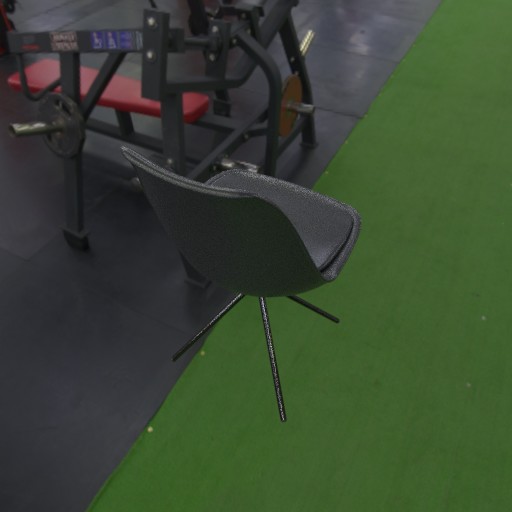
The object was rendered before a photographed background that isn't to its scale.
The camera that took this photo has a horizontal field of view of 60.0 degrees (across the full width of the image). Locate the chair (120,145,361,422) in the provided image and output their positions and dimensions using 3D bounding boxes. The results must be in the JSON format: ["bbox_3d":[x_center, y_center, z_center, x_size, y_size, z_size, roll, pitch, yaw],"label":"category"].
[{"bbox_3d":[0.000,0.000,1.162,0.461,0.850,0.525,23,51,20],"label":"chair"}]
